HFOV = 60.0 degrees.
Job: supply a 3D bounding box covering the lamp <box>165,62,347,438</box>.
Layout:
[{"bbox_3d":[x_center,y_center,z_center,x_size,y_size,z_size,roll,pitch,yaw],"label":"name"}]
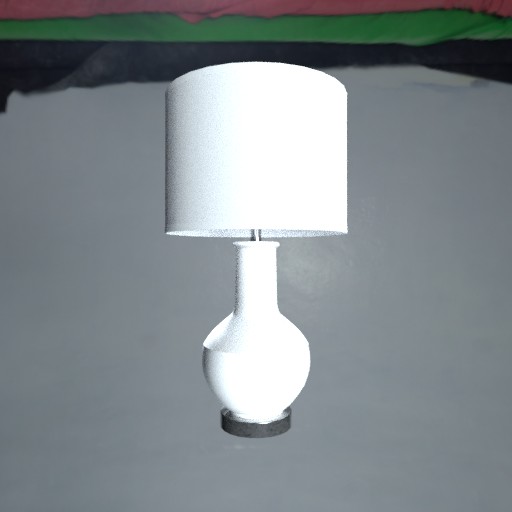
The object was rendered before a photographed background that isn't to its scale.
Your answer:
[{"bbox_3d":[0.000,0.000,0.886,0.357,0.673,0.357,0,0,0],"label":"lamp"}]
